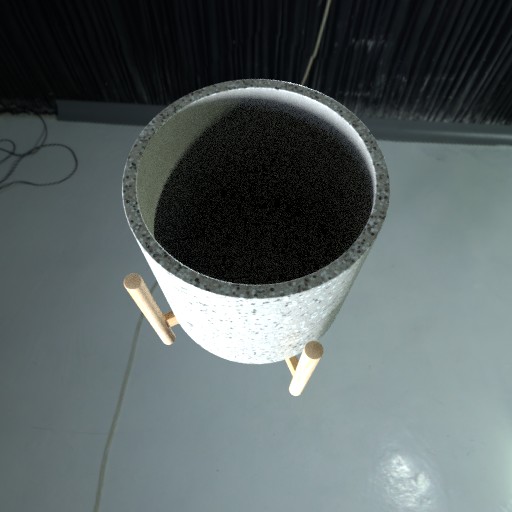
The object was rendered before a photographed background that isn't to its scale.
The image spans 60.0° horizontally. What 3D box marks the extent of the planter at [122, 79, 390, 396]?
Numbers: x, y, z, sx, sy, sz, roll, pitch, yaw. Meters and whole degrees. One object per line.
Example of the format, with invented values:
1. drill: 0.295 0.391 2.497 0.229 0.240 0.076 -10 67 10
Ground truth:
1. planter: 0.000 0.000 0.693 0.360 0.419 0.360 -1 64 0
